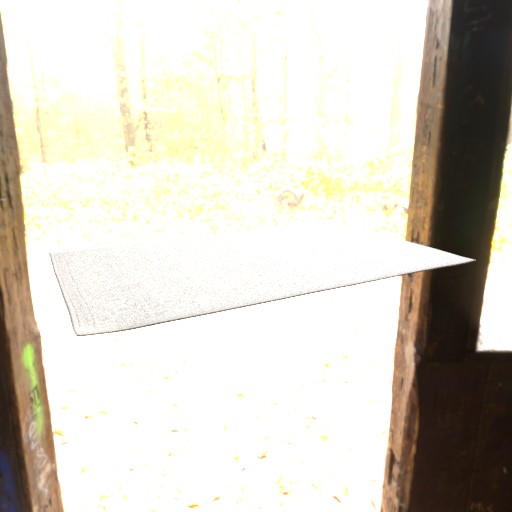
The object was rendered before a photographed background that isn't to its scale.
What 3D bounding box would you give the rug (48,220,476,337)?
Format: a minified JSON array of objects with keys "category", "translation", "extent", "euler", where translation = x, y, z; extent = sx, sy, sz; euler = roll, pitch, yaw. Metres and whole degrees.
[{"category":"rug","translation":[0.000,0.000,2.362],"extent":[1.947,0.023,1.214],"euler":[-8,17,-27]}]
